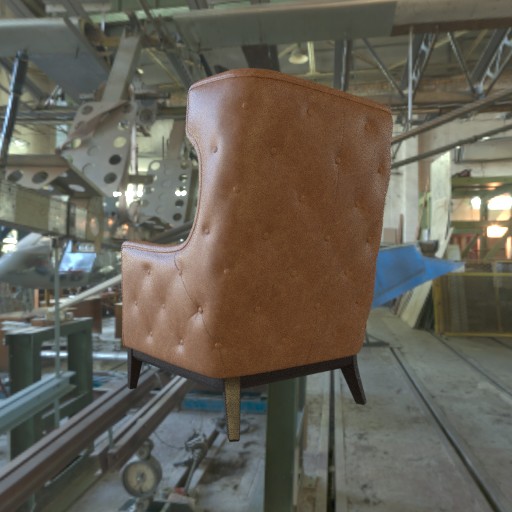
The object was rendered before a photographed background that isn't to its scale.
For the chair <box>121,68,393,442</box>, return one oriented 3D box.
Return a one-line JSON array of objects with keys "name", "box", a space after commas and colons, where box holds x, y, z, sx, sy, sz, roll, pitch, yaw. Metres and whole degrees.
[{"name": "chair", "box": [0.000, 0.000, 1.685, 0.766, 1.079, 0.899, 0, 0, -36]}]
